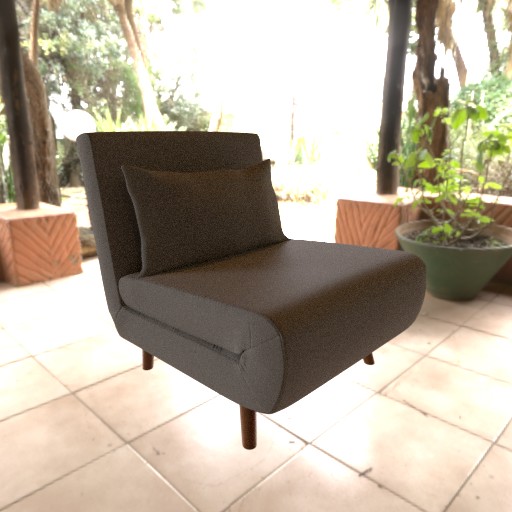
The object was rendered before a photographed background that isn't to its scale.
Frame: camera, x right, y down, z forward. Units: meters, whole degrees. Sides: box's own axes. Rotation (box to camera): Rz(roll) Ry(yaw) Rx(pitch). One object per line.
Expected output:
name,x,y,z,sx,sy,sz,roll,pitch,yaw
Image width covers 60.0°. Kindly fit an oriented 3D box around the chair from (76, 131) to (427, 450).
chair,0.000,0.000,1.478,0.902,0.808,0.770,14,21,42
